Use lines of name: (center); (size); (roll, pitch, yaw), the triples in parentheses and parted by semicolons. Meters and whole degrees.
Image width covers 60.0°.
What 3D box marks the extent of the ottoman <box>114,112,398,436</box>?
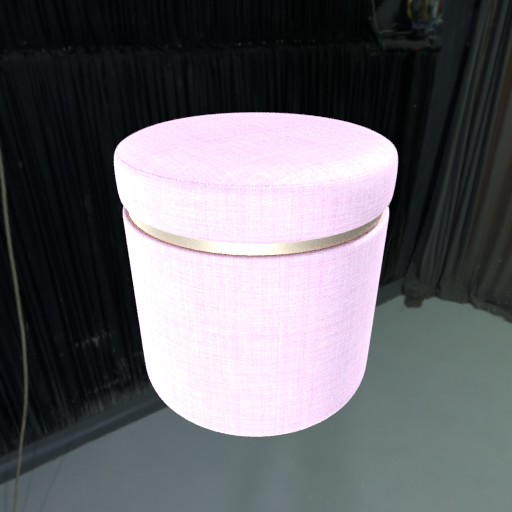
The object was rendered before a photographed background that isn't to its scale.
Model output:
ottoman: (0.000, 0.000, 0.728); (0.400, 0.406, 0.400); (0, 28, 0)
